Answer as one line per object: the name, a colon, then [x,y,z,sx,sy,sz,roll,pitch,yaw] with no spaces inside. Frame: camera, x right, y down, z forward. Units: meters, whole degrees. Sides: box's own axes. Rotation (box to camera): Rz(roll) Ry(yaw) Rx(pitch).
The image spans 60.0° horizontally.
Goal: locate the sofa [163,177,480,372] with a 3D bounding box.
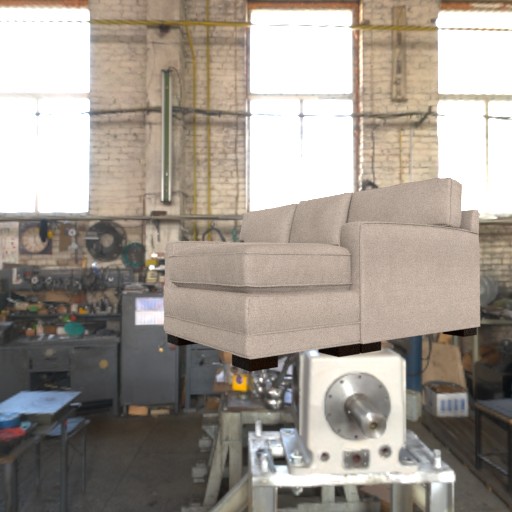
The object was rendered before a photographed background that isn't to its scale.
sofa: [0.000,0.000,2.811,1.496,0.861,2.087,1,-1,-34]
